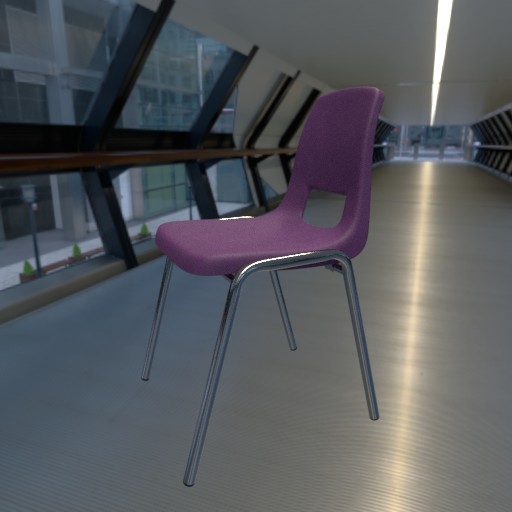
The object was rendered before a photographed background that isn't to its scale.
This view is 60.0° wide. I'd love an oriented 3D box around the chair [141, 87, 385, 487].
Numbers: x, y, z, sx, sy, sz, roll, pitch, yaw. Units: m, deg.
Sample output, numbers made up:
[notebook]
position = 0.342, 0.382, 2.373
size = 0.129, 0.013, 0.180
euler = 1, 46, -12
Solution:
[chair]
position = 0.000, 0.000, 0.895
size = 0.432, 0.654, 0.381
euler = -7, 17, -24
